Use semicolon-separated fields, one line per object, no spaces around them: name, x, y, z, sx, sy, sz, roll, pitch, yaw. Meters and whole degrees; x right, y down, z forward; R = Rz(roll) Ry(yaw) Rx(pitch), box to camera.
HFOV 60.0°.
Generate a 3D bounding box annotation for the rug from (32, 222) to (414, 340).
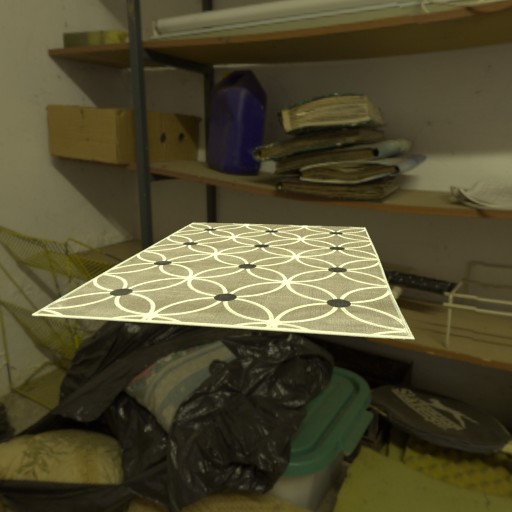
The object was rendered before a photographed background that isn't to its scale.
rug;0.000;0.000;2.799;1.522;0.008;2.284;2;14;9
